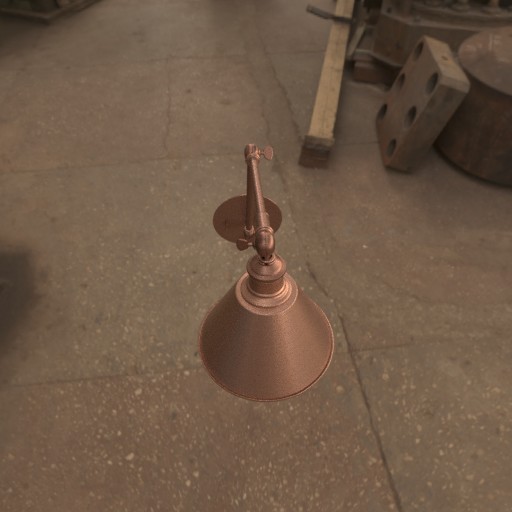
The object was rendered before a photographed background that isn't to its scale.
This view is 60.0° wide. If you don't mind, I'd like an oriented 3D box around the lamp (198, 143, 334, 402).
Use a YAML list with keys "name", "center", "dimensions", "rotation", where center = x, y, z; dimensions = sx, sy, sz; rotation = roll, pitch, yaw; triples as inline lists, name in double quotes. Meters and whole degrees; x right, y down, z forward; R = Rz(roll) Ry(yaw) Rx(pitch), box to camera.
- name: "lamp"
  center: [0.000, 0.000, 0.882]
  dimensions: [0.223, 0.502, 0.624]
  rotation: [-3, 47, -3]
